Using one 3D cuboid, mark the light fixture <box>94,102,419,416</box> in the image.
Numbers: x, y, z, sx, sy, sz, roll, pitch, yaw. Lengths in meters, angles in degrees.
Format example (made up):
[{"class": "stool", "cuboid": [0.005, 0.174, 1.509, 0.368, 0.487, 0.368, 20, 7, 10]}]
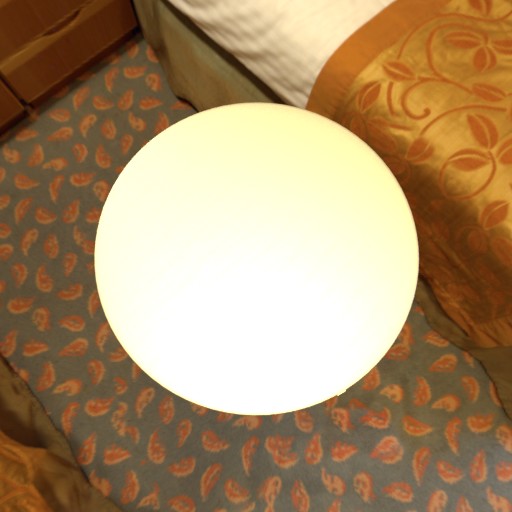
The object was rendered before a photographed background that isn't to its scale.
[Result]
[{"class": "light fixture", "cuboid": [0.000, 0.000, 0.533, 0.356, 0.102, 0.356, 0, 75, 0]}]
